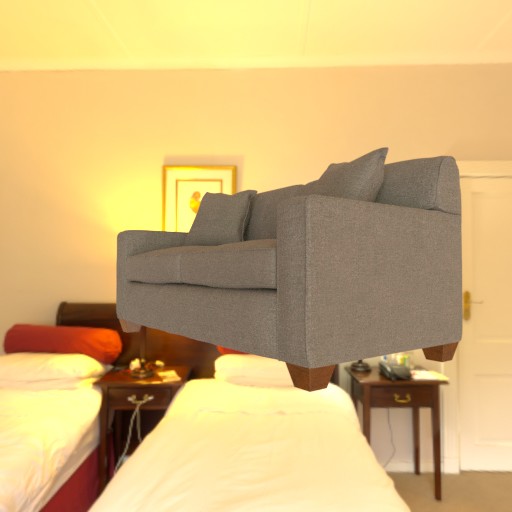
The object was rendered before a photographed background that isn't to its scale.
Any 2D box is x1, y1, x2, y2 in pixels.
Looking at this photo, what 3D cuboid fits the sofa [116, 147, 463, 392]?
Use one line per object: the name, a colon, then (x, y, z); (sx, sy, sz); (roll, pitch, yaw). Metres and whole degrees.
sofa: (0.000, 0.000, 2.443); (1.000, 0.958, 1.846); (1, -2, -36)
